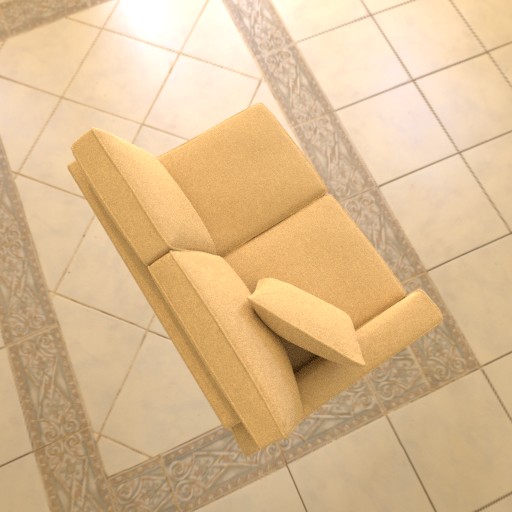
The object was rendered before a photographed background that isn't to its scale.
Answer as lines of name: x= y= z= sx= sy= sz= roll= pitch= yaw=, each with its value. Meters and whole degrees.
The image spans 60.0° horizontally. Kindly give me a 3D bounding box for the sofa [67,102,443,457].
sofa: x=0.000 y=0.000 z=2.050 sx=0.991 sy=0.989 sz=1.388 roll=-33 pitch=76 yaw=-9
